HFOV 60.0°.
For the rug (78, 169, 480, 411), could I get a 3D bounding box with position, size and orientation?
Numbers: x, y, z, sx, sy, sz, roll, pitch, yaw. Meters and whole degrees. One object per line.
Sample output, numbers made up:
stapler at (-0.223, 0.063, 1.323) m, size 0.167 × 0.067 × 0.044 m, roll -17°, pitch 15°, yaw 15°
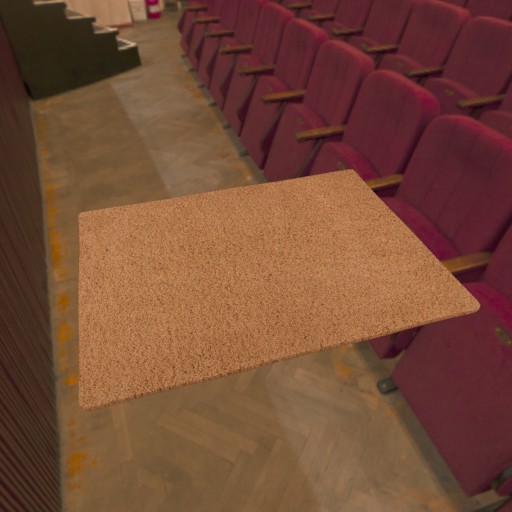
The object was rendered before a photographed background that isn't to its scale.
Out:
rug at (0.000, 0.000, 2.093) m, size 1.600 × 0.025 × 1.199 m, roll -11°, pitch 42°, yaw -13°
